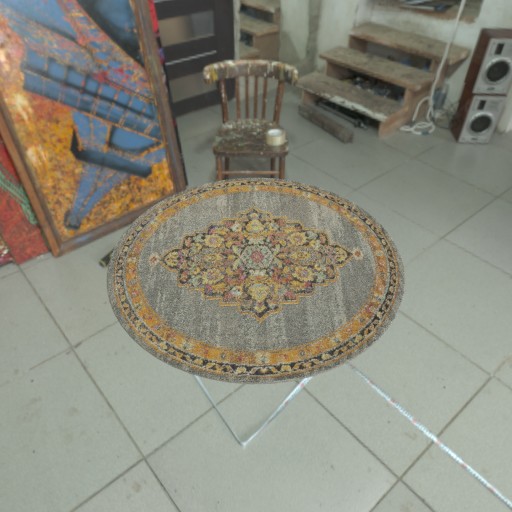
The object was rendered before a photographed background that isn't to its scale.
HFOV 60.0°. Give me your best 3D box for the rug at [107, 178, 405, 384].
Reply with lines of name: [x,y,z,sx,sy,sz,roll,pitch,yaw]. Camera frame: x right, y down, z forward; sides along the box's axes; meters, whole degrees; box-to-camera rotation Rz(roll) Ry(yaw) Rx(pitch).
rug: [0.000,0.000,3.642,2.382,0.014,2.382,0,42,0]
